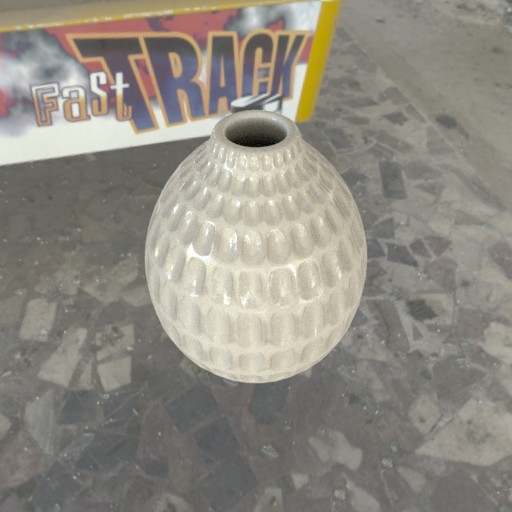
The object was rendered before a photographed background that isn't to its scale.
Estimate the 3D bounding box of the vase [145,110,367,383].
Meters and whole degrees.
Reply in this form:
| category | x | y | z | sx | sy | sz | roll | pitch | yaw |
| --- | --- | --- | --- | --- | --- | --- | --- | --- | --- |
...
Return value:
| category | x | y | z | sx | sy | sz | roll | pitch | yaw |
| --- | --- | --- | --- | --- | --- | --- | --- | --- | --- |
| vase | 0.000 | 0.000 | 0.261 | 0.128 | 0.167 | 0.128 | 0 | 46 | 0 |
